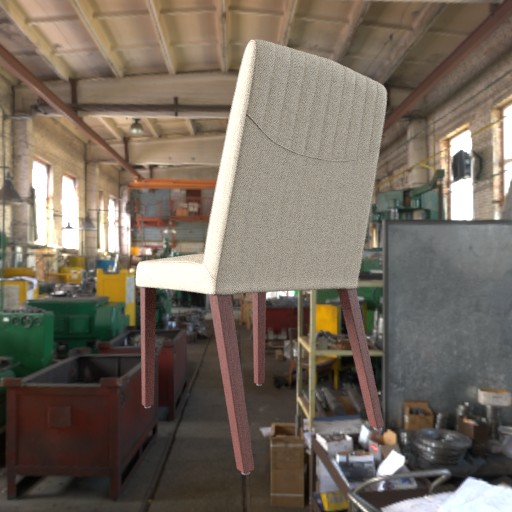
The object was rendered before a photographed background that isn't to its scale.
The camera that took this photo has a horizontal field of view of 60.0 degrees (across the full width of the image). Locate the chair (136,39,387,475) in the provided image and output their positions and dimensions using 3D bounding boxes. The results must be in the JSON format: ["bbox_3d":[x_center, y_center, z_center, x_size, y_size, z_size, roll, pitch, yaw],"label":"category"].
[{"bbox_3d":[0.000,0.000,1.238,0.480,0.900,0.594,1,-1,-36],"label":"chair"}]
